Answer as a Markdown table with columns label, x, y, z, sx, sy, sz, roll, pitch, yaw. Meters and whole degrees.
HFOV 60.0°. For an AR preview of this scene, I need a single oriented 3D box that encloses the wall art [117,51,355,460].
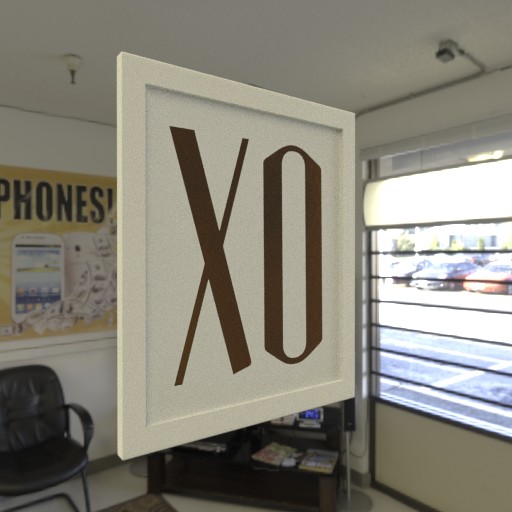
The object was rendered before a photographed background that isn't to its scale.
| label | x | y | z | sx | sy | sz | roll | pitch | yaw |
| --- | --- | --- | --- | --- | --- | --- | --- | --- | --- |
| wall art | 0.000 | 0.000 | 0.717 | 0.444 | 0.536 | 0.020 | 0 | 0 | -35 |
